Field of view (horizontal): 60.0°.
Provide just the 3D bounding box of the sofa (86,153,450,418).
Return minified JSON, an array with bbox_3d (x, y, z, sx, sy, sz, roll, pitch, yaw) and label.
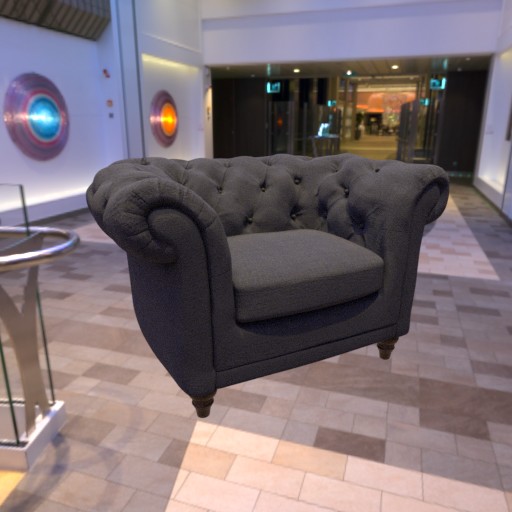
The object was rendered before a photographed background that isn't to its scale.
[{"bbox_3d":[0.000,0.000,2.031,1.405,0.878,1.032,-9,19,-27],"label":"sofa"}]
